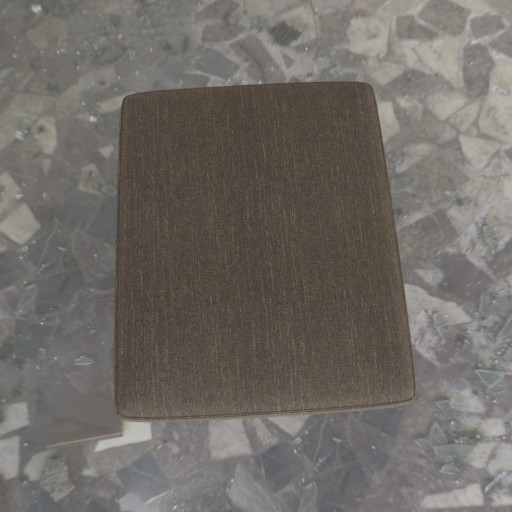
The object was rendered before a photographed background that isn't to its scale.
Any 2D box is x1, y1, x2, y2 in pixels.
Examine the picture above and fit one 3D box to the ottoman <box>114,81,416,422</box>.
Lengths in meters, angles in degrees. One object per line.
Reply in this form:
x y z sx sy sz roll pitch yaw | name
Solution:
0.000 0.000 1.221 0.671 0.490 0.820 -3 76 -1 | ottoman
